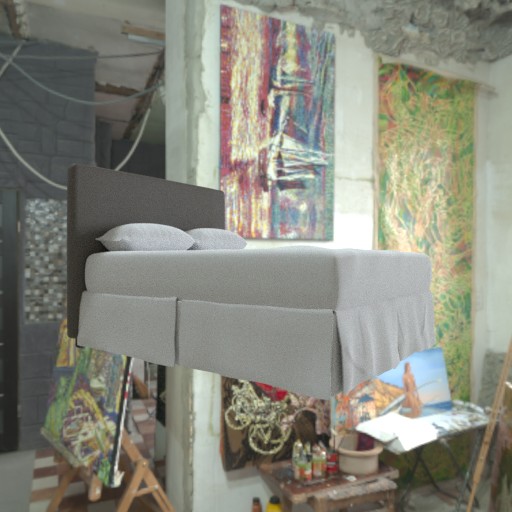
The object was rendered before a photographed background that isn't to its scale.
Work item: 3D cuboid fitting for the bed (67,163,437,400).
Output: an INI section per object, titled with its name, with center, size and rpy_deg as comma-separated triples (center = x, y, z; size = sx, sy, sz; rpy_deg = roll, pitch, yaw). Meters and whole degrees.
[bed]
center = 0.000, 0.000, 3.220
size = 2.142, 1.330, 1.723
rpy_deg = 0, 0, 36
